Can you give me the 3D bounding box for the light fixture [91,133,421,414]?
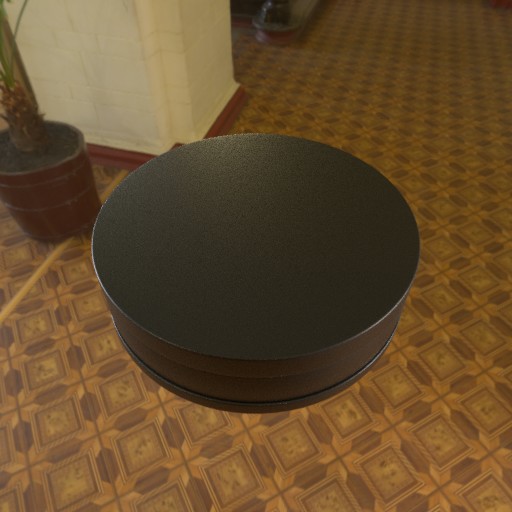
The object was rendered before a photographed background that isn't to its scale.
[{"bbox_3d":[0.000,0.000,0.423,0.283,0.097,0.283,0,46,0],"label":"light fixture"}]
